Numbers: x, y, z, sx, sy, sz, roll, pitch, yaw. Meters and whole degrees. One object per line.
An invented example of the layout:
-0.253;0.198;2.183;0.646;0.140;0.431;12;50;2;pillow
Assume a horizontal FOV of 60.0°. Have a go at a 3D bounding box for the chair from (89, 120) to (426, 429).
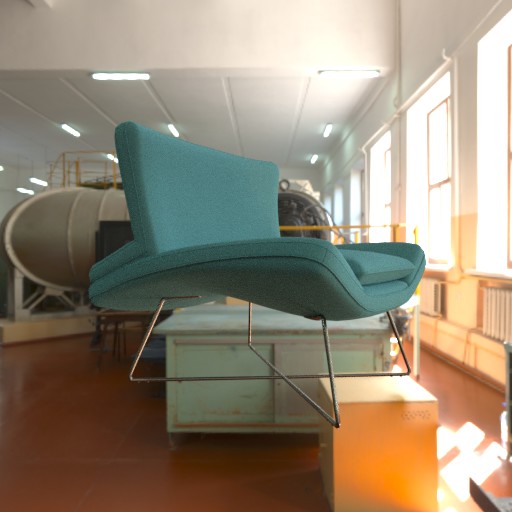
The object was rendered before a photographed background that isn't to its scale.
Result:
0.000;0.000;1.605;1.008;0.855;0.859;0;1;36;chair
